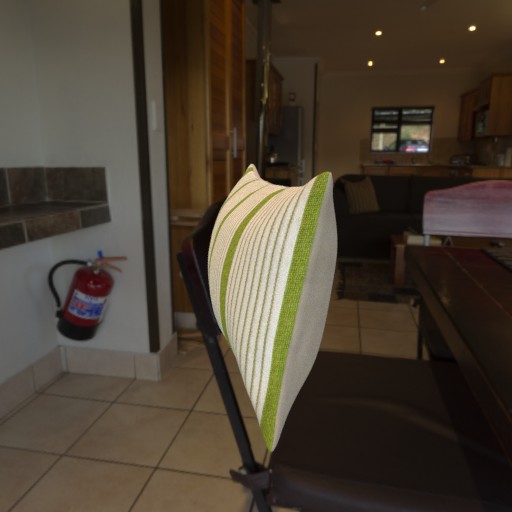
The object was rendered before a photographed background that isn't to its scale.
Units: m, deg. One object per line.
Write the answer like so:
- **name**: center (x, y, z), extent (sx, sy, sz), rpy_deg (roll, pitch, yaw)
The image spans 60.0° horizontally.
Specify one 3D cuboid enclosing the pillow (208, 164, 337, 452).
- **pillow**: center (0.000, 0.000, 0.727), extent (0.156, 0.292, 0.608), rpy_deg (-2, 12, -7)
